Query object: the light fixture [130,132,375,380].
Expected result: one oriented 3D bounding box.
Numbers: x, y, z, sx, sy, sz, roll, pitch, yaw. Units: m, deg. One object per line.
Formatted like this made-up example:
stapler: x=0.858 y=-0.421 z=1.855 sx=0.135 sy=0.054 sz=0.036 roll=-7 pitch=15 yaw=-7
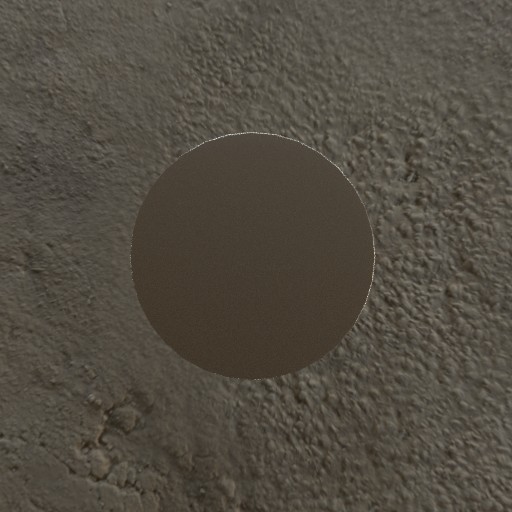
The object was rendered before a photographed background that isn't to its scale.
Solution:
light fixture: x=0.000 y=0.000 z=0.401 sx=0.199 sy=0.254 sz=0.199 roll=0 pitch=90 yaw=1
